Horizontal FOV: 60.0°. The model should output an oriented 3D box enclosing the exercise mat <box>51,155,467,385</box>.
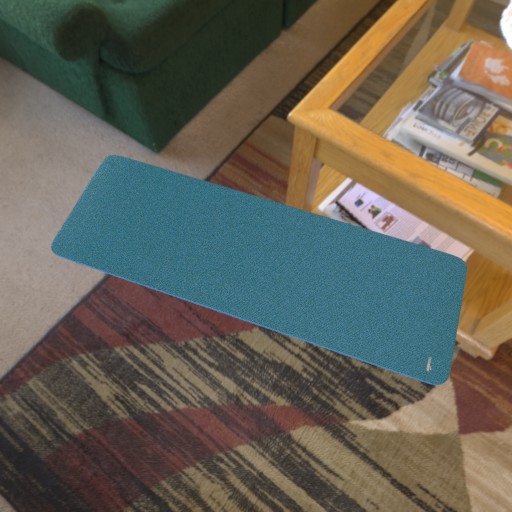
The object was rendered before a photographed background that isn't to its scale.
[{"bbox_3d":[0.000,0.000,2.059,1.869,0.021,0.616,18,65,9],"label":"exercise mat"}]
